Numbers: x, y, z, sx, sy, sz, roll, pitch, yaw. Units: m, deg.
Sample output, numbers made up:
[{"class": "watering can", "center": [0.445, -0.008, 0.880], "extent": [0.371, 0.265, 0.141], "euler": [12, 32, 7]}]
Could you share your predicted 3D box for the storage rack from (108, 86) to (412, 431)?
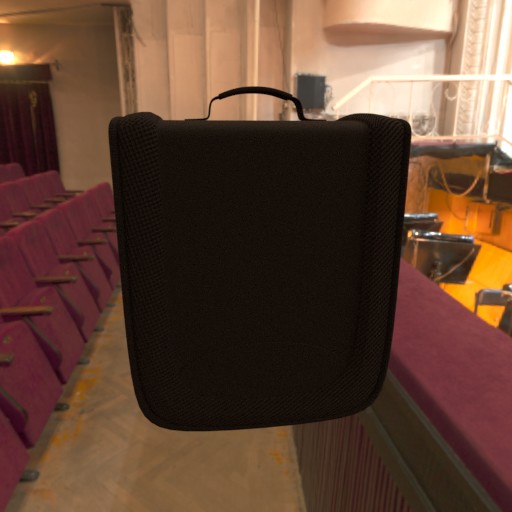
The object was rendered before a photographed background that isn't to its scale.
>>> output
[{"class": "storage rack", "center": [0.000, 0.000, 0.541], "extent": [0.297, 0.387, 0.168], "euler": [-2, 15, -7]}]
